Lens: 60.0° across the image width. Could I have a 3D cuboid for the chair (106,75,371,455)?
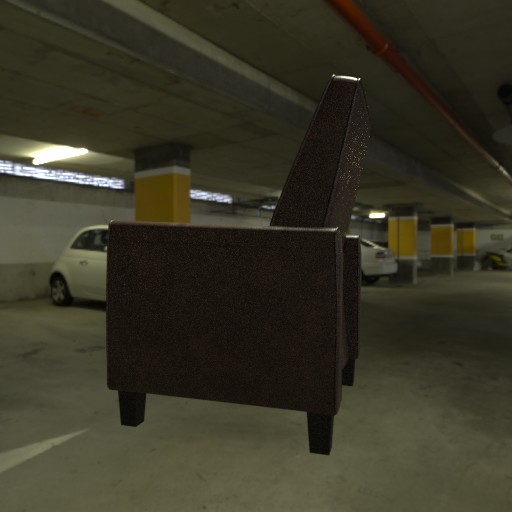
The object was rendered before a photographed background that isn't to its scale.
[{"bbox_3d":[0.000,0.000,1.532,0.746,1.013,0.705,0,1,18],"label":"chair"}]
